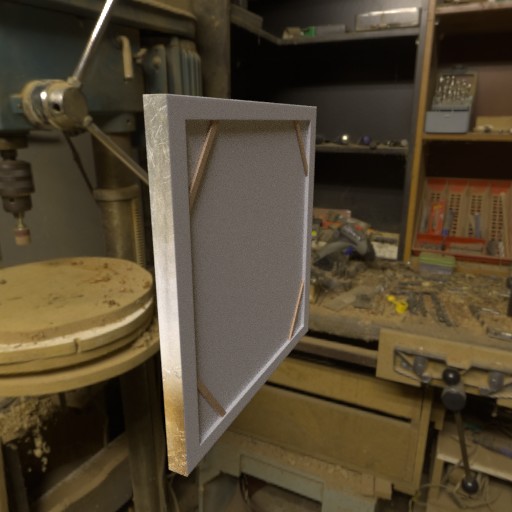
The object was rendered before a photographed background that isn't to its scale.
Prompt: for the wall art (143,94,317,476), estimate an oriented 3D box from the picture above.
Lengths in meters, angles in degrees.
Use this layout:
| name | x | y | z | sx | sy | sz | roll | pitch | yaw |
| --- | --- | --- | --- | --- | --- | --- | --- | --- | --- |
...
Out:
| name | x | y | z | sx | sy | sz | roll | pitch | yaw |
| --- | --- | --- | --- | --- | --- | --- | --- | --- | --- |
| wall art | 0.000 | 0.000 | 0.932 | 0.038 | 0.610 | 0.610 | 8 | 19 | 25 |
